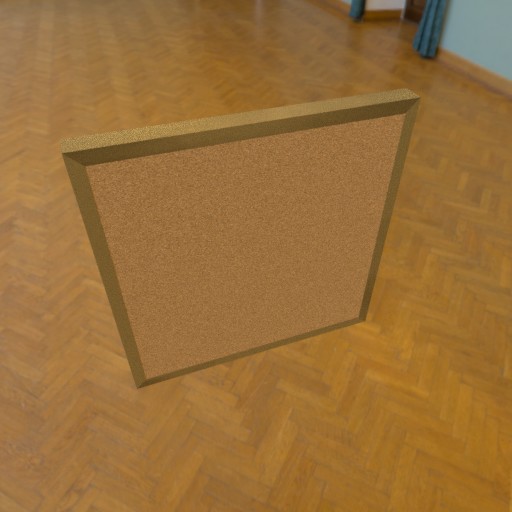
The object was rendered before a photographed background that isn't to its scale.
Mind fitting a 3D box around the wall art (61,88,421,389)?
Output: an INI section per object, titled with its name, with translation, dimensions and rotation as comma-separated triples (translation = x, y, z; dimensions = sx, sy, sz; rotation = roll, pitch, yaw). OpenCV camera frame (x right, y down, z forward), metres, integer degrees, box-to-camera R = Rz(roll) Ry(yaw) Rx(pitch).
[wall art]
translation = 0.000, 0.000, 0.775
dimensions = 0.507, 0.508, 0.038
rotation = -13, 43, -15
